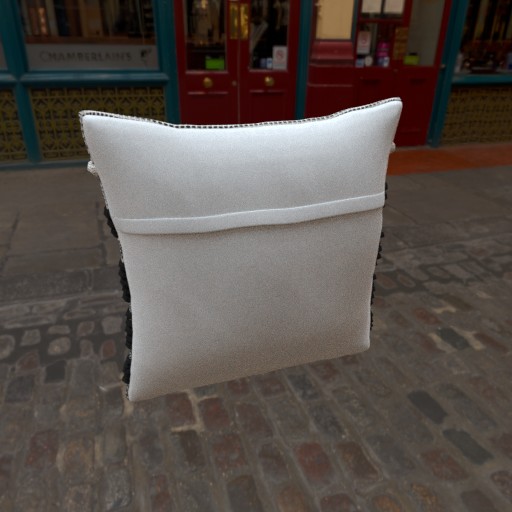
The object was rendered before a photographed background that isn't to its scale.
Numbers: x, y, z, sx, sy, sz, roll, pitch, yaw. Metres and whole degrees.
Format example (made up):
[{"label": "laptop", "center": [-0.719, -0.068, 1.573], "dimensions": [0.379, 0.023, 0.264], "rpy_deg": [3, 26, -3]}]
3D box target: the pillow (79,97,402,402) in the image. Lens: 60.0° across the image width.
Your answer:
[{"label": "pillow", "center": [0.000, 0.000, 0.666], "dimensions": [0.436, 0.438, 0.156], "rpy_deg": [-8, 27, -16]}]
